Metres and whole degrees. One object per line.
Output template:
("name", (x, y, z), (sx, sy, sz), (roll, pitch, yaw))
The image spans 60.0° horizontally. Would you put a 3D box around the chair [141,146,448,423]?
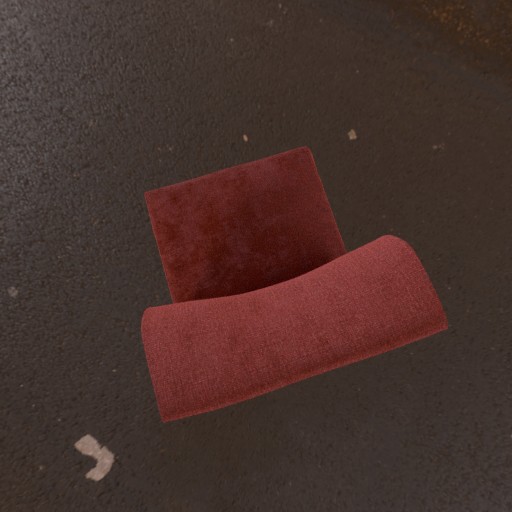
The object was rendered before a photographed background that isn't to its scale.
("chair", (0.000, 0.000, 1.217), (0.538, 0.846, 0.640), (-16, 78, -4))
